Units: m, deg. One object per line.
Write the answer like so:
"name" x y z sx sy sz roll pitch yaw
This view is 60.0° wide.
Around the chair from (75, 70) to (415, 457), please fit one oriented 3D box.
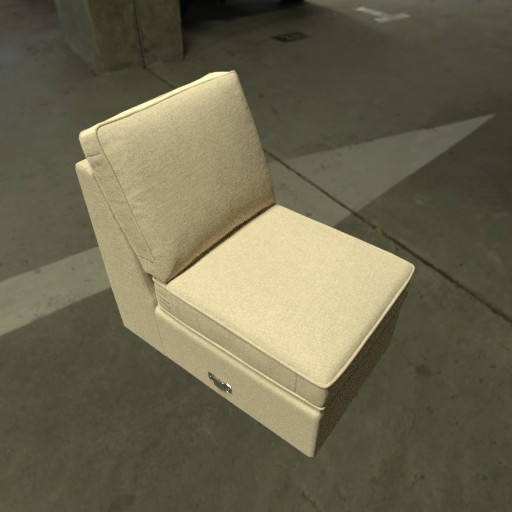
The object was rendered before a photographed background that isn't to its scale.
"chair" 0.000 0.000 1.522 0.938 0.970 0.621 27 47 27
